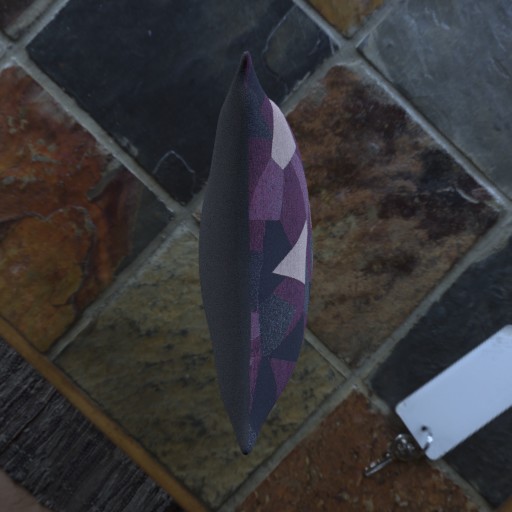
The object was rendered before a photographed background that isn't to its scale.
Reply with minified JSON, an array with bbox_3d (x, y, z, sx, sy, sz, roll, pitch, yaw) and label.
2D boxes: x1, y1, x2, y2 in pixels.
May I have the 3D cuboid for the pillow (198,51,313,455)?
[{"bbox_3d":[0.000,0.000,0.775,0.208,0.496,0.503,0,90,1],"label":"pillow"}]
